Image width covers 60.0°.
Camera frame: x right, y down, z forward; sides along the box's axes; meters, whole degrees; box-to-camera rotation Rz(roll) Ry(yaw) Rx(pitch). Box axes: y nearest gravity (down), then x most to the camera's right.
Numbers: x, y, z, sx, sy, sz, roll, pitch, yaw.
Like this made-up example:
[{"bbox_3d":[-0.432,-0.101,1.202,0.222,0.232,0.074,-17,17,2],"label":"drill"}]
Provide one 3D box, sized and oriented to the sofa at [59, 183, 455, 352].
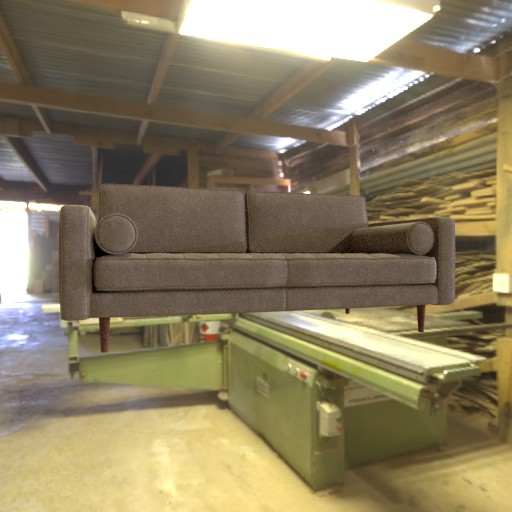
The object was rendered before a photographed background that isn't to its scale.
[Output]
[{"bbox_3d":[0.000,0.000,2.365,1.883,0.769,0.920,0,0,-18],"label":"sofa"}]
